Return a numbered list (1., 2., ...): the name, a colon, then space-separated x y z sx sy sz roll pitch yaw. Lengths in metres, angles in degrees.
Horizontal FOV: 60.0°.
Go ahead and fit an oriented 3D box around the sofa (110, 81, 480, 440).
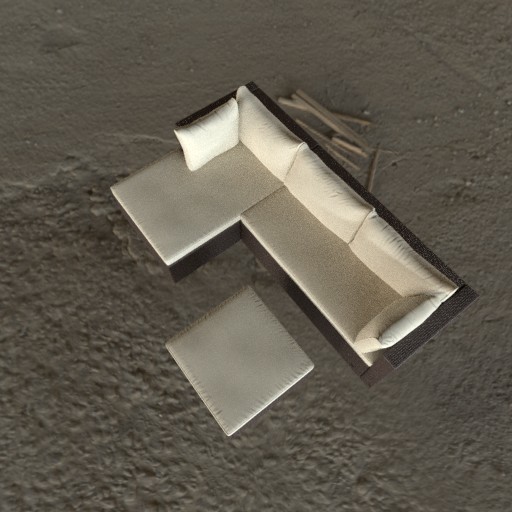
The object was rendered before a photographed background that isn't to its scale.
1. sofa: 0.000 0.000 2.957 1.612 0.766 2.192 -34 68 -16
